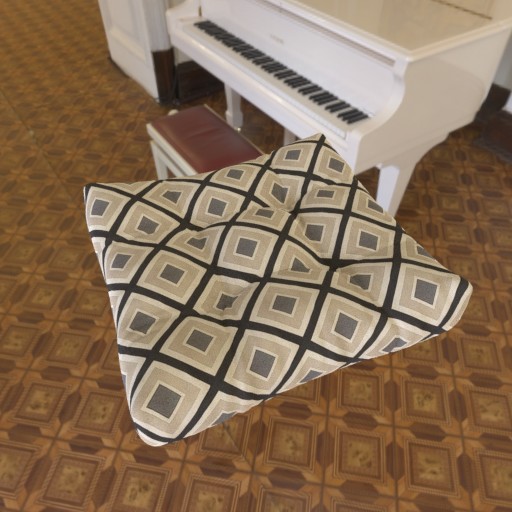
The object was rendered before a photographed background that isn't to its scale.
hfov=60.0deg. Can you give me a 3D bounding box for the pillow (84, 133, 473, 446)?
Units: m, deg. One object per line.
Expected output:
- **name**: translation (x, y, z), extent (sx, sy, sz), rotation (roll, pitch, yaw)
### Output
- **pillow**: translation (0.000, 0.000, 0.727), extent (0.490, 0.128, 0.468), rotation (-17, 49, -15)
